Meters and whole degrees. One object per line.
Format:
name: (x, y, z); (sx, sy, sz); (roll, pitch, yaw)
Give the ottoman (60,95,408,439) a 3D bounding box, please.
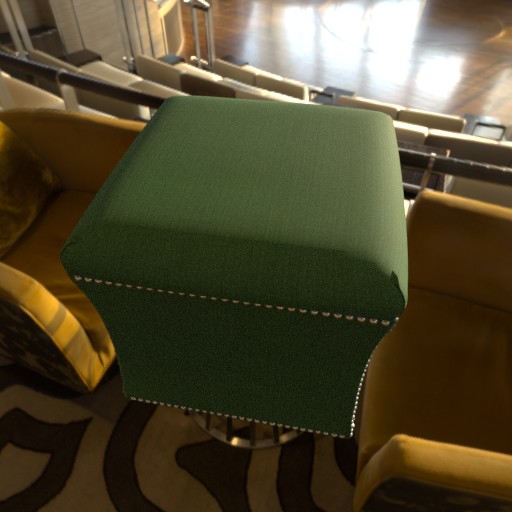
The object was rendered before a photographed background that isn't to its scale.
ottoman: (0.000, 0.000, 0.893); (0.497, 0.475, 0.507); (8, 45, 7)
